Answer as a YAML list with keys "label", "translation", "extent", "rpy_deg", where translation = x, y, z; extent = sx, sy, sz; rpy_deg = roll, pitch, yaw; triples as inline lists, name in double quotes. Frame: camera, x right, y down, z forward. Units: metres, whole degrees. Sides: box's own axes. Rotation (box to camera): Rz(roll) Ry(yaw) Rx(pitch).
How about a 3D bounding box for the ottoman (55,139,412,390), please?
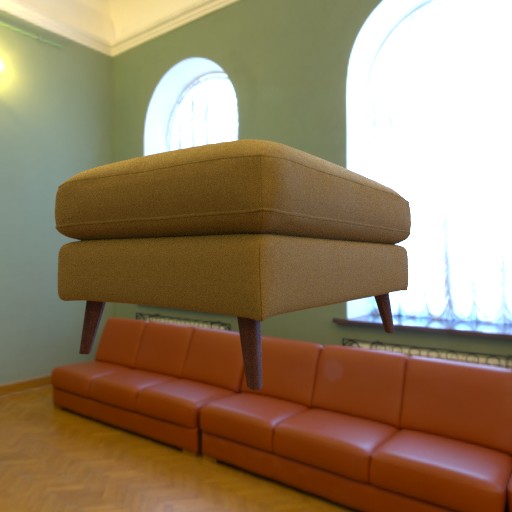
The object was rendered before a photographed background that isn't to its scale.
- label: "ottoman"
  translation: [0.000, 0.000, 1.160]
  extent: [0.608, 0.449, 0.811]
  rpy_deg: [0, 0, 35]
